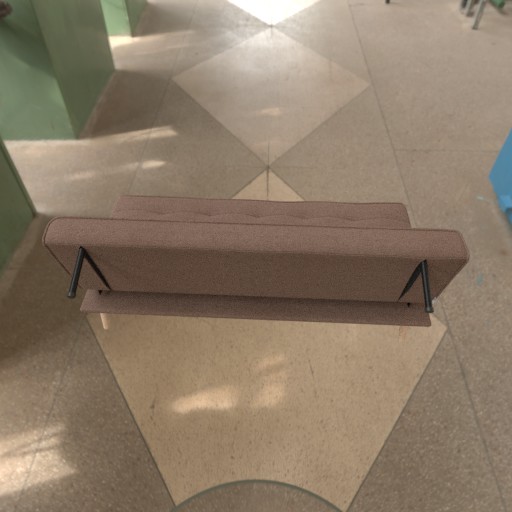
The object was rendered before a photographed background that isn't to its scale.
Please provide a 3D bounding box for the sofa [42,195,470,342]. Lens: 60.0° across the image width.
[{"bbox_3d":[0.000,0.000,2.336,1.820,0.810,1.038,2,47,2],"label":"sofa"}]
